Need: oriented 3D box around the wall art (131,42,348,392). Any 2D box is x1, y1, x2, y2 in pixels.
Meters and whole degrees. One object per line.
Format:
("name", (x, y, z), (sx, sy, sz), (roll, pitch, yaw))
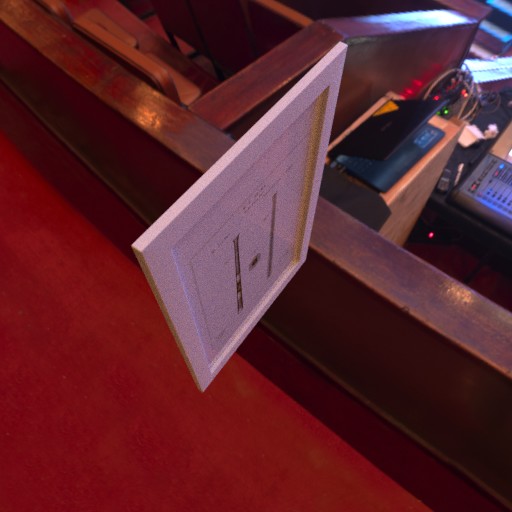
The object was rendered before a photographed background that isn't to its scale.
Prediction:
("wall art", (0.000, 0.000, 0.632), (0.011, 0.482, 0.329), (32, 65, 17))
